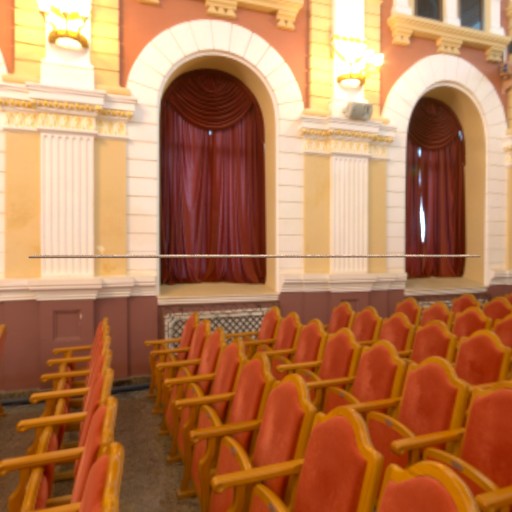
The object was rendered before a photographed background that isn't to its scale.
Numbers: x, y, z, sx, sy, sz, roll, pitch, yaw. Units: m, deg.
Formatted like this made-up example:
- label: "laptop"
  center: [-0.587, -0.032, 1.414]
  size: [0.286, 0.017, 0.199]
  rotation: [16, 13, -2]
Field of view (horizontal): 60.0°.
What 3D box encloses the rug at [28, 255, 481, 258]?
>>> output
- label: "rug"
  center: [0.000, 0.000, 1.415]
  size: [1.219, 0.007, 0.604]
  rotation: [0, 0, -19]
